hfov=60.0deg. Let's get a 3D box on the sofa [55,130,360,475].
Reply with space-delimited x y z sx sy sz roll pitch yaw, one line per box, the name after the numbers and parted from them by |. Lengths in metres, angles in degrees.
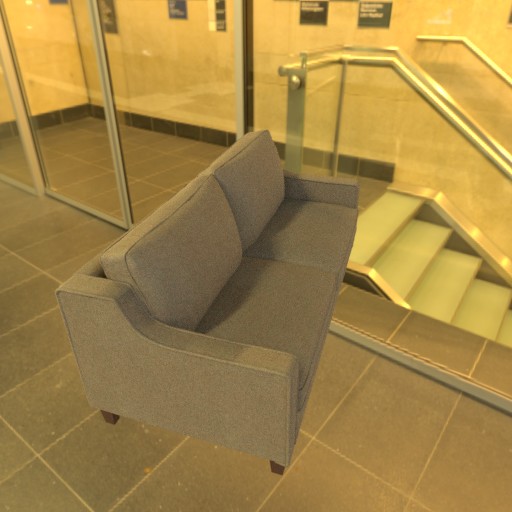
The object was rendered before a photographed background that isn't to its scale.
0.000 0.000 2.777 1.073 1.074 2.181 9 32 16 | sofa
